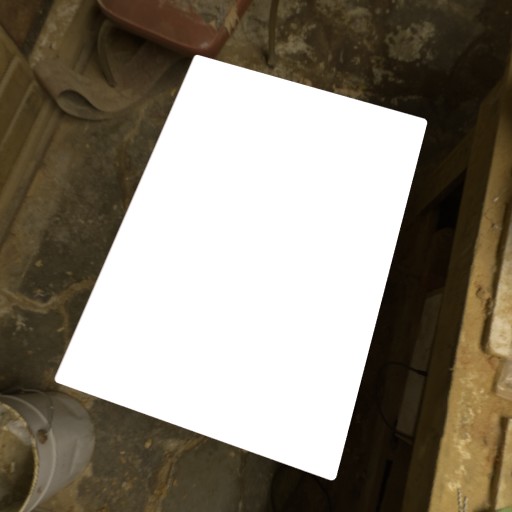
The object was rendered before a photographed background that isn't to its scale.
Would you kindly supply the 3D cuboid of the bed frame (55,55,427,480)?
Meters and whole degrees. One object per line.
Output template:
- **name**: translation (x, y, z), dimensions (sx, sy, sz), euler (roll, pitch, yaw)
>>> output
- **bed frame**: translation (0.000, 0.000, 2.613), dimensions (1.408, 0.659, 1.956), euler (18, 75, 5)
